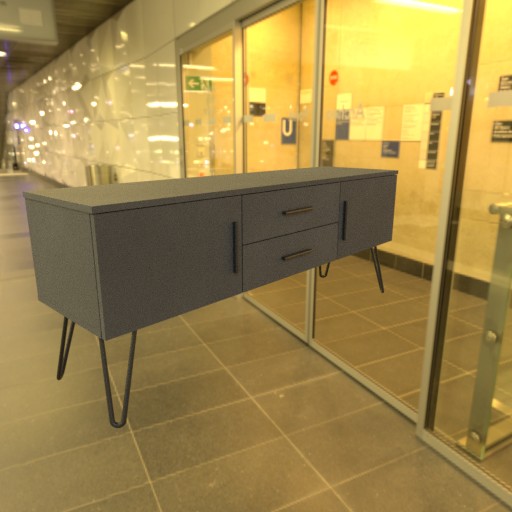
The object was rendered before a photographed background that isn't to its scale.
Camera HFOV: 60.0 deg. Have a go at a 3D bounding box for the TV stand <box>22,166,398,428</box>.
[{"bbox_3d":[0.000,0.000,1.620,0.400,0.560,1.400,14,20,42],"label":"TV stand"}]
